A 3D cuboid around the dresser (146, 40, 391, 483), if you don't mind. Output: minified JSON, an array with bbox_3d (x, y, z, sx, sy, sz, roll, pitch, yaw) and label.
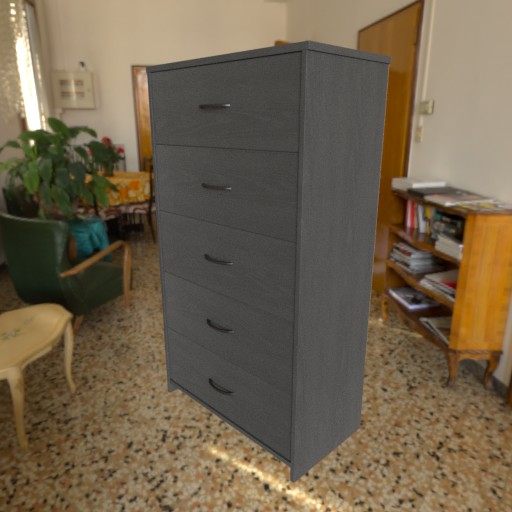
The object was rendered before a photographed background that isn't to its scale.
[{"bbox_3d":[0.000,0.000,1.552,0.399,1.255,0.704,-16,23,-42],"label":"dresser"}]
